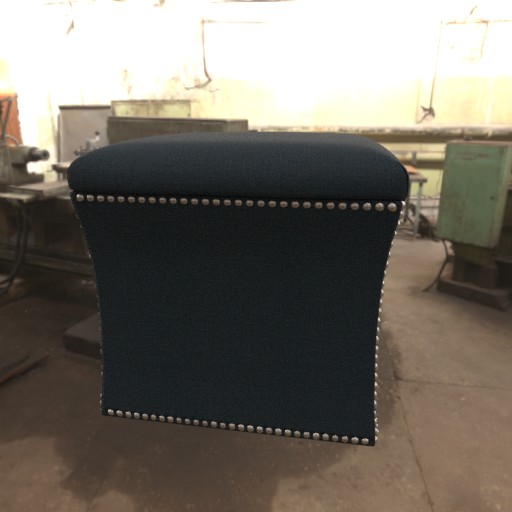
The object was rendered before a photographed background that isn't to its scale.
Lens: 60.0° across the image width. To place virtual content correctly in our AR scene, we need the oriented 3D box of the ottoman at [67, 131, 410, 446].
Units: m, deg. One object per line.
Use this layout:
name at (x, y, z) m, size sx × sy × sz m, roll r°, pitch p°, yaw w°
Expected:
ottoman at (0.000, 0.000, 0.884) m, size 0.497 × 0.475 × 0.507 m, roll 3°, pitch 18°, yaw 9°
